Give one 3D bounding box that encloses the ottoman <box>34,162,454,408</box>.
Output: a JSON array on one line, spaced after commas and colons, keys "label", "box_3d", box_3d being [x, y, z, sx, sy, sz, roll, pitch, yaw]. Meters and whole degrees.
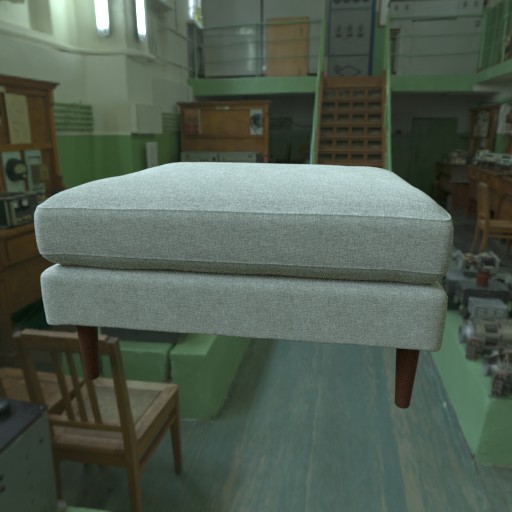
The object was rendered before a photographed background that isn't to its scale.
[{"label": "ottoman", "box_3d": [0.000, 0.000, 1.191, 0.821, 0.474, 0.693, 3, 16, 9]}]
